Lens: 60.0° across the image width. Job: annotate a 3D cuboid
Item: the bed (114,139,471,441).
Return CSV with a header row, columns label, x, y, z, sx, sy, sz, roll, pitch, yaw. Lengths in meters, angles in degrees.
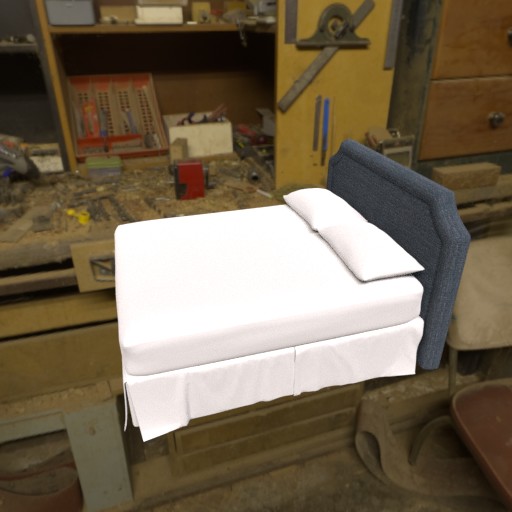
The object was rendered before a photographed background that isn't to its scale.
label,x,y,z,sx,sy,sz,roll,pitch,yaw
bed,0.000,0.000,3.360,2.208,1.297,1.828,-8,30,-14
